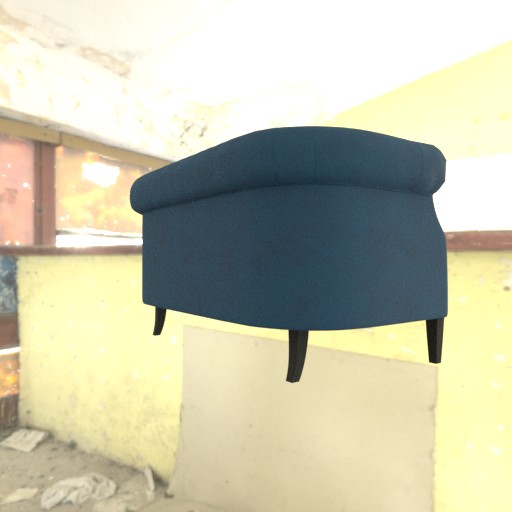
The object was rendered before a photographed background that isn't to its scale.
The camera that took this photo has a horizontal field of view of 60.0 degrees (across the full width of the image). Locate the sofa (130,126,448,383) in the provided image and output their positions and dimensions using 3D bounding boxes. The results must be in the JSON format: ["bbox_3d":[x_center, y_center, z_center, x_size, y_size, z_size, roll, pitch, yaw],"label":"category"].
[{"bbox_3d":[0.000,0.000,2.037,0.835,0.827,1.558,0,-1,-36],"label":"sofa"}]
